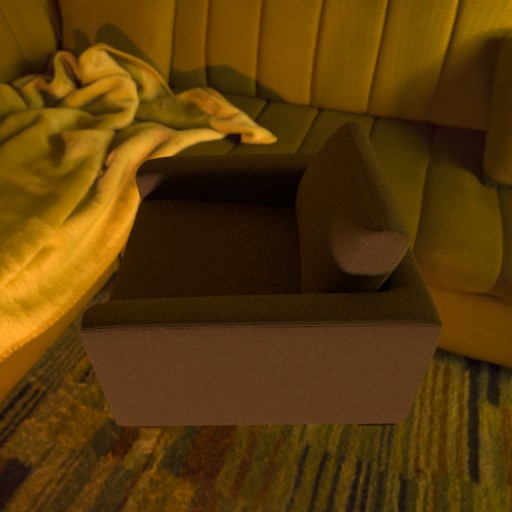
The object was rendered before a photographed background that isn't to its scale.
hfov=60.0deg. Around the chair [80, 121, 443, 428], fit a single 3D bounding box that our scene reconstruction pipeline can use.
[{"bbox_3d":[0.000,0.000,1.800,1.100,0.847,1.070,0,40,0],"label":"chair"}]
